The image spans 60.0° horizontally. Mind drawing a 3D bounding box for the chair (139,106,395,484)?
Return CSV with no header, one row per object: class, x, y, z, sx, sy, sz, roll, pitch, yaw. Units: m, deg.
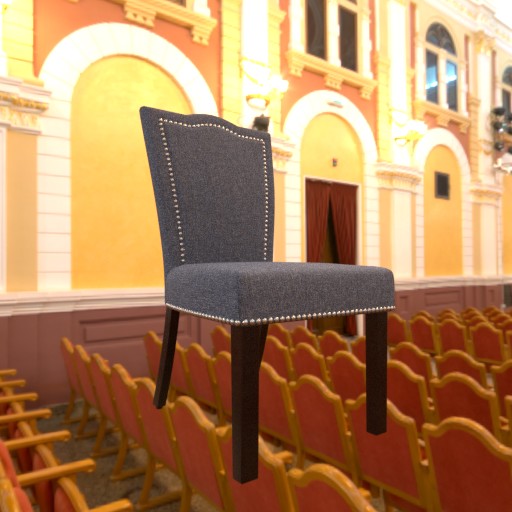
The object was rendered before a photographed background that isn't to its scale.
chair,0.000,0.000,1.269,0.518,0.946,0.589,1,-1,-36
